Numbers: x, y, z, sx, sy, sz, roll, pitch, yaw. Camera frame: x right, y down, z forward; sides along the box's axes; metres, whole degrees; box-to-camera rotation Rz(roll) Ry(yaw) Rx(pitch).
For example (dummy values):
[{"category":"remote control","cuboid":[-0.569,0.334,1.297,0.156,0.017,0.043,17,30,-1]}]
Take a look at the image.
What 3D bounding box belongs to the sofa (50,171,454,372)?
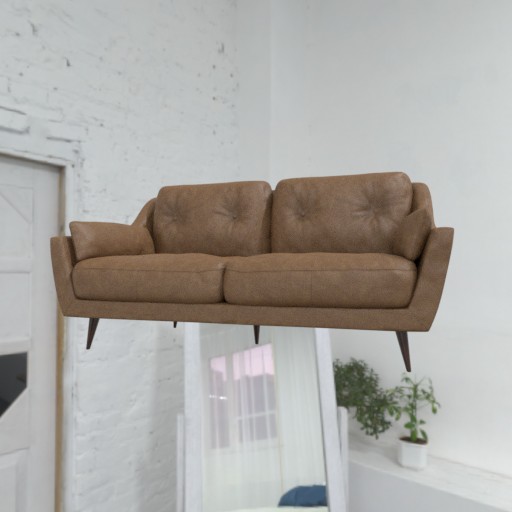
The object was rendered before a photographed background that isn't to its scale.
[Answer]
[{"category":"sofa","cuboid":[0.000,0.000,2.221,1.731,0.886,0.981,0,-1,18]}]
